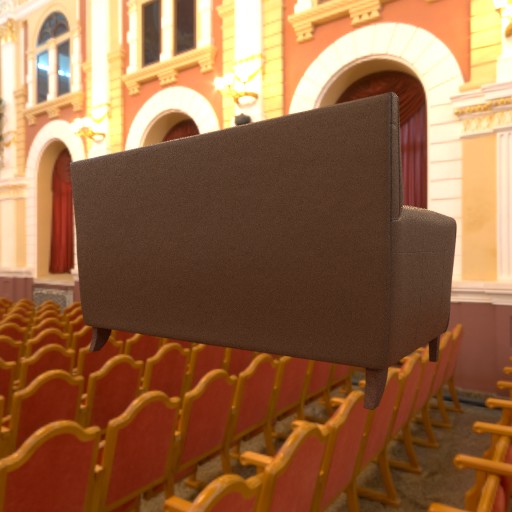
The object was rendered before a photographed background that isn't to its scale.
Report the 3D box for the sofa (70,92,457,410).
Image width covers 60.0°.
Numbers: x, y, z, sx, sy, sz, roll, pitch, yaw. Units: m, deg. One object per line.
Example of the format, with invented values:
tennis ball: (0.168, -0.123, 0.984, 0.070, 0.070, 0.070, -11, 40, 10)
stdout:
sofa: (0.000, 0.000, 1.913, 1.468, 0.859, 0.853, 0, 0, 36)
